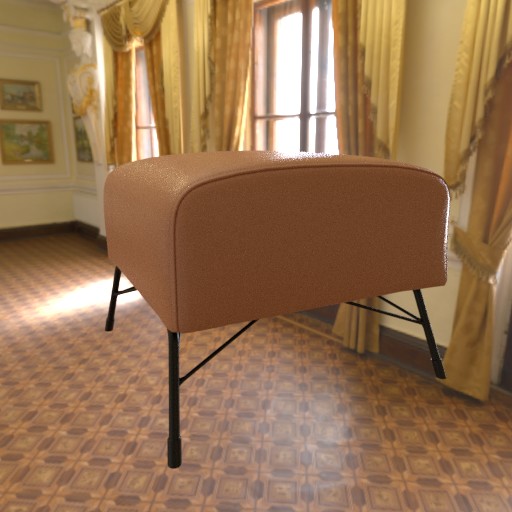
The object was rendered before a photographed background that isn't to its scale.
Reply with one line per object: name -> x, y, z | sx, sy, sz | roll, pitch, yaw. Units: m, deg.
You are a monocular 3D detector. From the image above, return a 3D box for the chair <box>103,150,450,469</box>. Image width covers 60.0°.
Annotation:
chair -> 0.000, 0.000, 0.884 | 0.530, 0.410, 0.530 | -7, 15, -27
